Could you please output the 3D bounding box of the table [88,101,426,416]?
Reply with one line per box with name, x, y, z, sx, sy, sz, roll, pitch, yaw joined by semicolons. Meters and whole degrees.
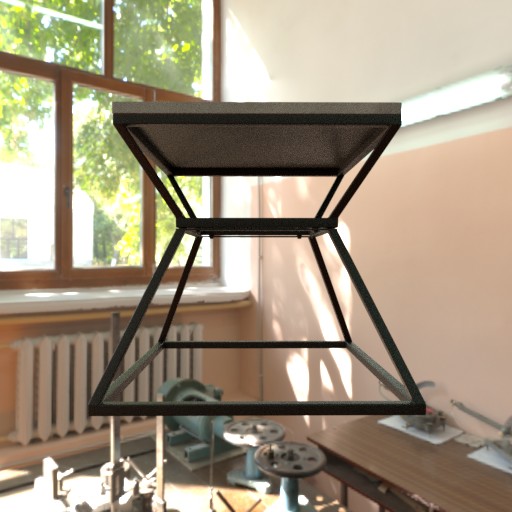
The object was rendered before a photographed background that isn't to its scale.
table;0.000;0.000;0.822;0.455;0.431;0.455;0;0;0
